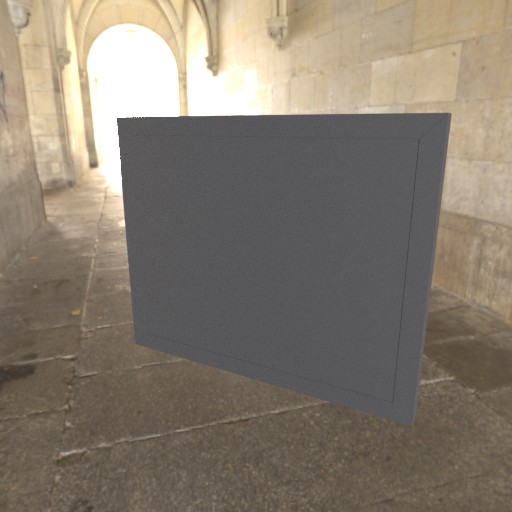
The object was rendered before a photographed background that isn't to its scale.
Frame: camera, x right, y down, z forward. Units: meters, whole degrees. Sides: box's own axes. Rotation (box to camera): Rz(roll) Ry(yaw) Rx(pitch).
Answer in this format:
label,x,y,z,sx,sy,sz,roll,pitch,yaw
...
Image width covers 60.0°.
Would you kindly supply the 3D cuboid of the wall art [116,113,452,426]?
label,x,y,z,sx,sy,sz,roll,pitch,yaw
wall art,0.000,0.000,0.544,0.404,0.329,0.024,9,19,27
